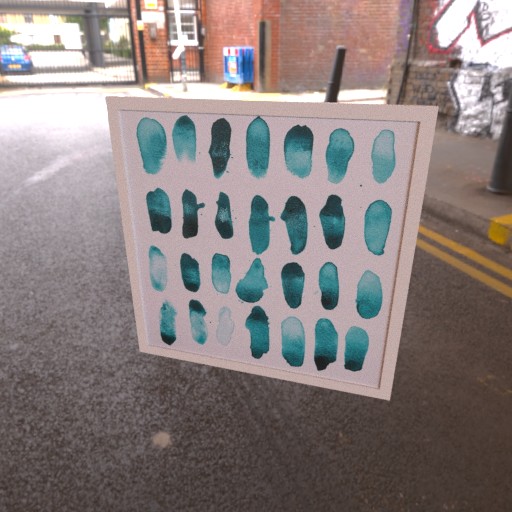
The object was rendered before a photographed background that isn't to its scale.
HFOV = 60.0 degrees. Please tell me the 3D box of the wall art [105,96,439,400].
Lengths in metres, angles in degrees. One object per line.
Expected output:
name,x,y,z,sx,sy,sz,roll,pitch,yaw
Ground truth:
wall art,0.000,0.000,1.222,0.812,0.813,0.013,7,26,15
